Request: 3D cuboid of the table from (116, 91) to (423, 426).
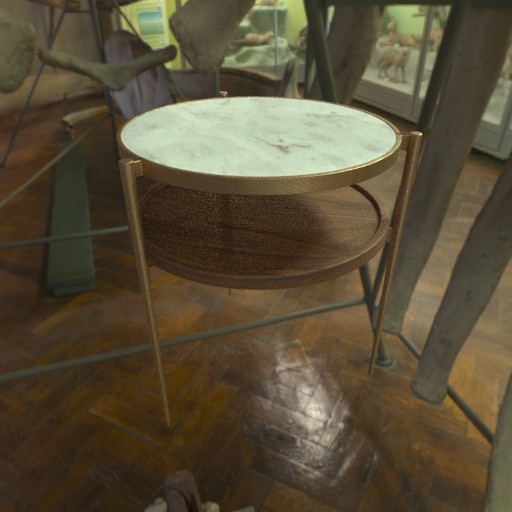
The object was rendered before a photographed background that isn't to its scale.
[{"bbox_3d":[0.000,0.000,0.818,0.430,0.493,0.456,-9,33,-14],"label":"table"}]
